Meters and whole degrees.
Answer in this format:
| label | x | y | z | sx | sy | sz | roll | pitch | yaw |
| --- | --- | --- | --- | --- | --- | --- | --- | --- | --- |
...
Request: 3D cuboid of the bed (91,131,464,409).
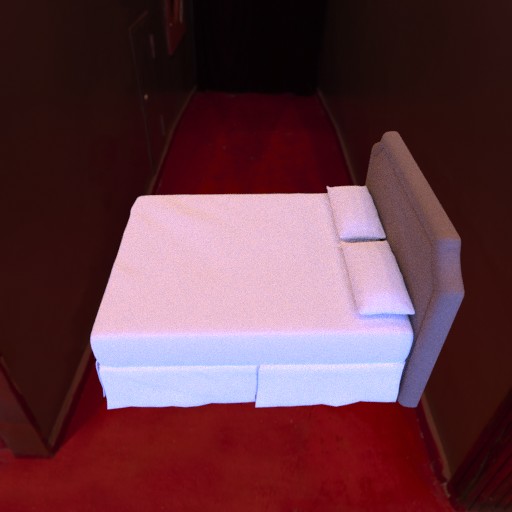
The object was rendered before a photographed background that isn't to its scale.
| label | x | y | z | sx | sy | sz | roll | pitch | yaw |
| --- | --- | --- | --- | --- | --- | --- | --- | --- | --- |
| bed | 0.000 | 0.000 | 3.152 | 2.116 | 1.290 | 1.693 | -1 | 41 | -1 |
